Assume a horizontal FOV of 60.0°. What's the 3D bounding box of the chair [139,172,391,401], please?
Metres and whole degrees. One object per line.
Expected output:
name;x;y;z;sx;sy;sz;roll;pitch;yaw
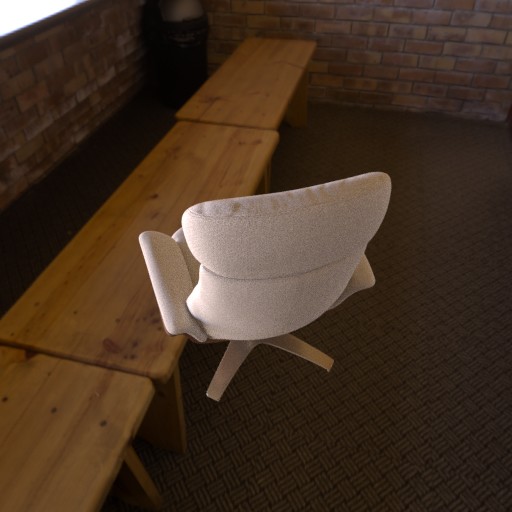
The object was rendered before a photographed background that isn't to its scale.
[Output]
chair;0.000;0.000;1.606;0.785;0.995;0.837;-12;43;-13
